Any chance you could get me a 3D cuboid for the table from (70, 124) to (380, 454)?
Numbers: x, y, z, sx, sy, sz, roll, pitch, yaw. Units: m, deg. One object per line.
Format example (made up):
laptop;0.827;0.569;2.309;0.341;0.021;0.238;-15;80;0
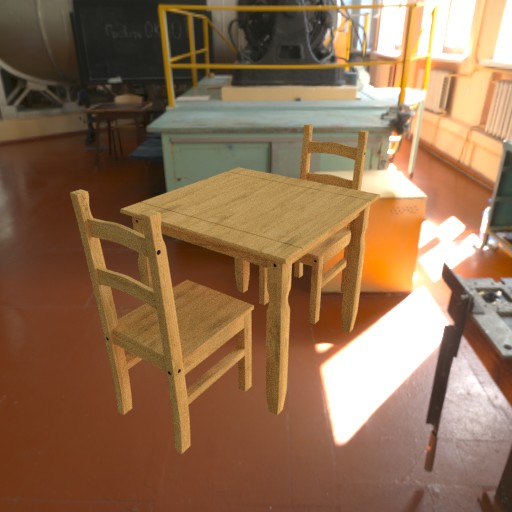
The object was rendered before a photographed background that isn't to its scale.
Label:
table;0.000;0.000;2.048;0.813;0.942;1.501;17;31;31
